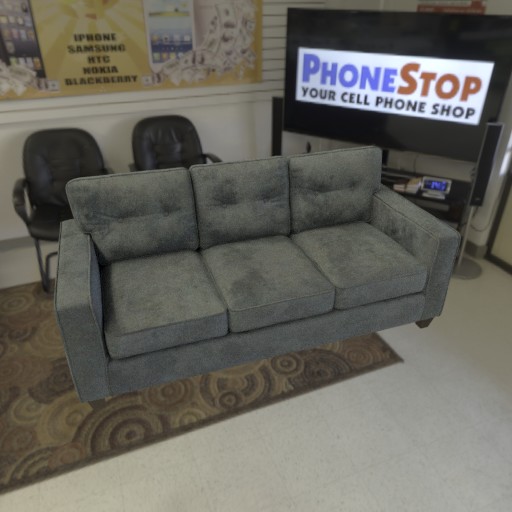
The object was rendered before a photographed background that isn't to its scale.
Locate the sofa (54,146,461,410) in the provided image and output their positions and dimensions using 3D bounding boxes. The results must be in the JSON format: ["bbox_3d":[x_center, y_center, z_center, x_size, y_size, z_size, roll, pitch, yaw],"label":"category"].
[{"bbox_3d":[0.000,0.000,2.603,2.133,0.965,0.939,-10,32,-16],"label":"sofa"}]
